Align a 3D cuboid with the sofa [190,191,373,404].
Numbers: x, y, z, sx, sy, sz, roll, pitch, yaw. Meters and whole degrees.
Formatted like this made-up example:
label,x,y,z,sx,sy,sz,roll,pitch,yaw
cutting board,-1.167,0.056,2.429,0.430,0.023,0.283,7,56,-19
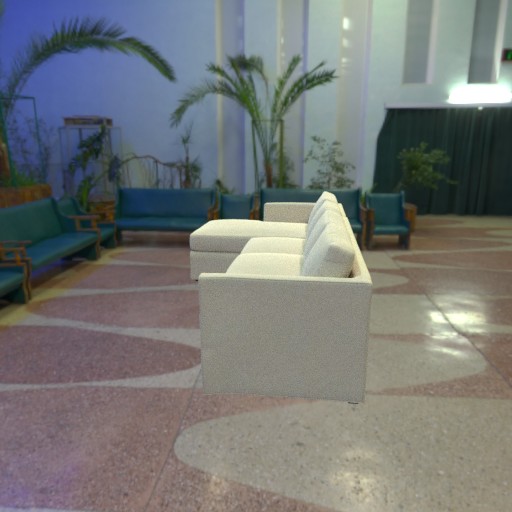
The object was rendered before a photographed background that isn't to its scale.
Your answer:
label,x,y,z,sx,sy,sz,roll,pitch,yaw
sofa,0.000,0.000,3.965,1.650,0.922,3.205,2,14,8
